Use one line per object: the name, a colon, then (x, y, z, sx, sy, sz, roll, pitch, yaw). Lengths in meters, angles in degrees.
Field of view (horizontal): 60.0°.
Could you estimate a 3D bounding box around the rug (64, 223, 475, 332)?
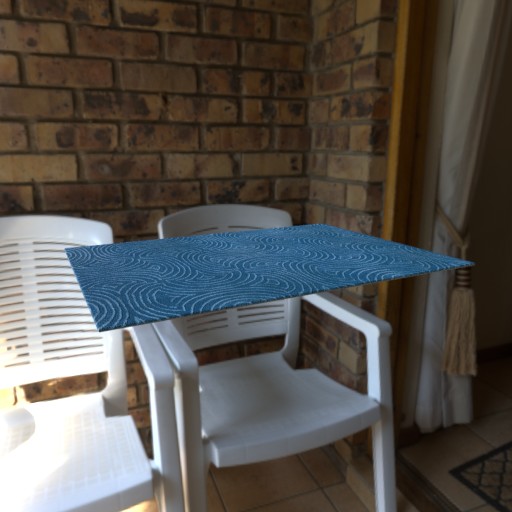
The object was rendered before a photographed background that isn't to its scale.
rug: (0.000, 0.000, 2.828, 2.144, 0.015, 1.543, -7, 16, -26)
